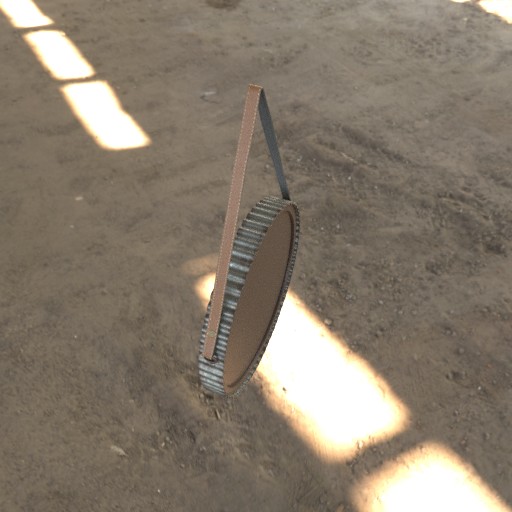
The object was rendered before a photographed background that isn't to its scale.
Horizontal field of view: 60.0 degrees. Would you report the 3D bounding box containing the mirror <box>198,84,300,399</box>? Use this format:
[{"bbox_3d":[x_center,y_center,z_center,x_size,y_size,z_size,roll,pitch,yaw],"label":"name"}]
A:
[{"bbox_3d":[0.000,0.000,0.709,0.042,0.568,0.355,17,50,15],"label":"mirror"}]
